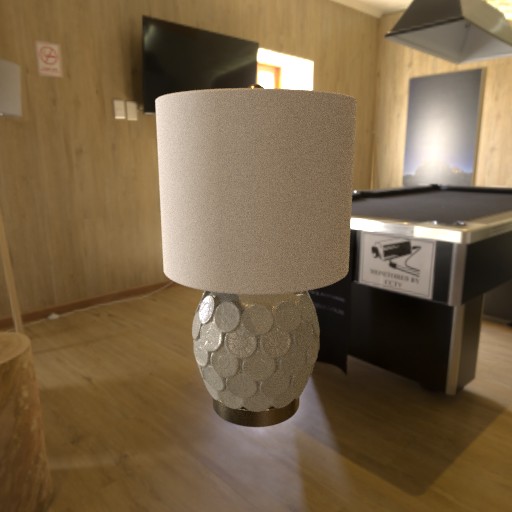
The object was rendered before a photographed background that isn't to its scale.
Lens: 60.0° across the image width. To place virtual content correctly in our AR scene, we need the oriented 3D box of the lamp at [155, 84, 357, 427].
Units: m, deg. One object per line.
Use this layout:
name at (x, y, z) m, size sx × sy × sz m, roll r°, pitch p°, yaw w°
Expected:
lamp at (0.000, 0.000, 0.619) m, size 0.254 × 0.452 × 0.254 m, roll 0°, pitch 13°, yaw 0°
